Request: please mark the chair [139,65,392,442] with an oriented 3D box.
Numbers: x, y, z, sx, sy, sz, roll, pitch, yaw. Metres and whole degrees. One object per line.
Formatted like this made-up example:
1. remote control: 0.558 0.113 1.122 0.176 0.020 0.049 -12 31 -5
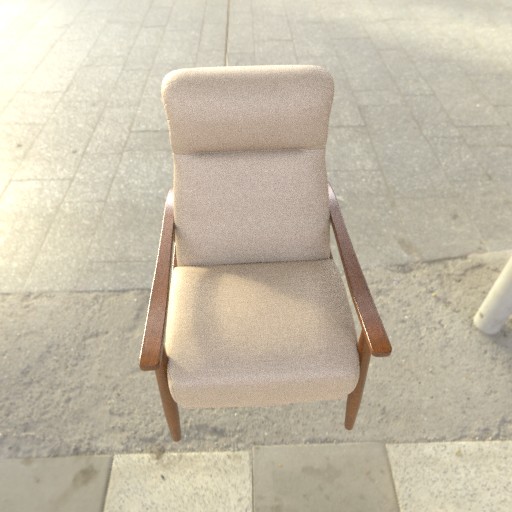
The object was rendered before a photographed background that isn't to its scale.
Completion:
1. chair: 0.000 0.000 1.734 0.762 1.082 1.030 -3 46 -3
